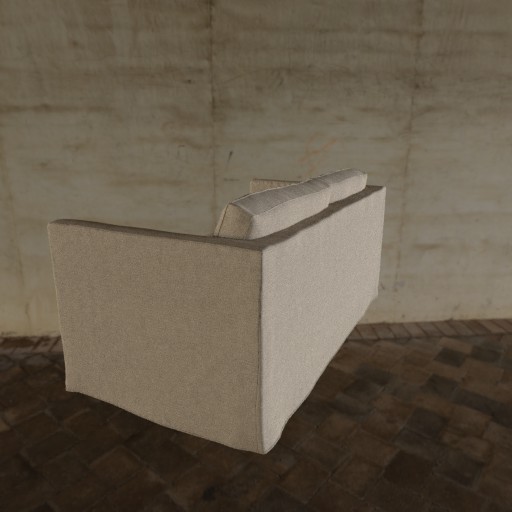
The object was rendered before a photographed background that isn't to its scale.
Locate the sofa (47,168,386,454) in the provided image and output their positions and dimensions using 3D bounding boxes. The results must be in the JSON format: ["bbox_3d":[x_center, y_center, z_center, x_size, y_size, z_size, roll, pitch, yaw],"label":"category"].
[{"bbox_3d":[0.000,0.000,2.286,0.956,0.828,1.766,8,18,26],"label":"sofa"}]
